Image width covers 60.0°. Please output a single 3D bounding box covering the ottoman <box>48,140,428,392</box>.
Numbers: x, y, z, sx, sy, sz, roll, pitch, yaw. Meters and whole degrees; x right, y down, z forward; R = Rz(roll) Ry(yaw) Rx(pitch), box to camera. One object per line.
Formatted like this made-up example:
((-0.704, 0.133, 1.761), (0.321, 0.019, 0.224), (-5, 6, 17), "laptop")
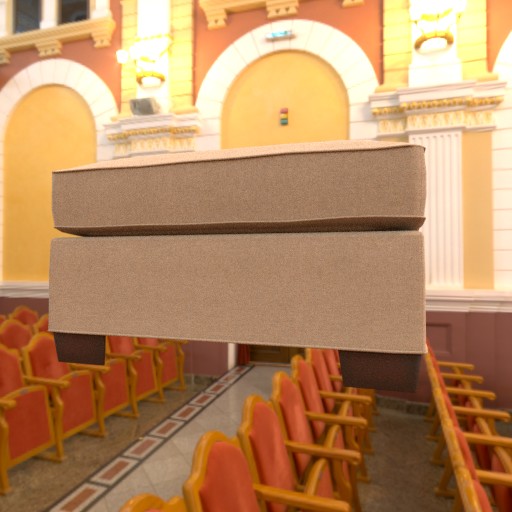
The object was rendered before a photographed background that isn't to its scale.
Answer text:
((0.000, 0.000, 1.200), (0.846, 0.503, 0.617), (0, -1, 18), "ottoman")
